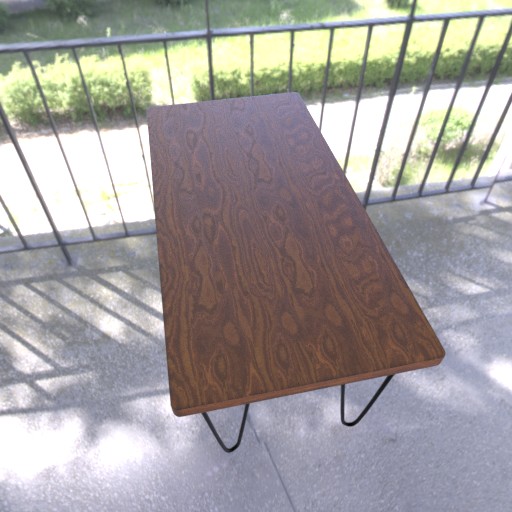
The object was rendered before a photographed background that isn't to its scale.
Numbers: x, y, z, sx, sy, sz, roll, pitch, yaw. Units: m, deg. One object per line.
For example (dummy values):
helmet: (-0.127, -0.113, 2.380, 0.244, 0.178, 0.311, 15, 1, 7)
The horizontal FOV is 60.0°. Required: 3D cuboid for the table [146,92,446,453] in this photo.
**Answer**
table: (0.000, 0.000, 2.225, 0.883, 0.753, 1.791, -9, 48, -8)
